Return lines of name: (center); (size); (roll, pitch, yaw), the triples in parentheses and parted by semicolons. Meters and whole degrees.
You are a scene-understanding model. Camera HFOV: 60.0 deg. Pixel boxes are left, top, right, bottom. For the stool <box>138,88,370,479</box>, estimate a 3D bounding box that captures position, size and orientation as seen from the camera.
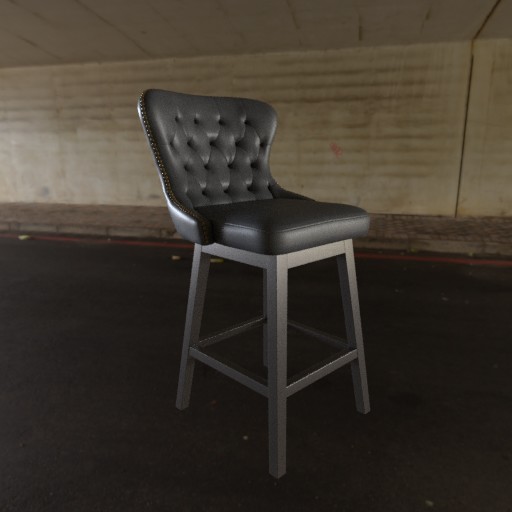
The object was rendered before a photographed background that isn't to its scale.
stool: (0.000, 0.000, 1.342); (0.528, 0.971, 0.593); (-13, 19, -43)
